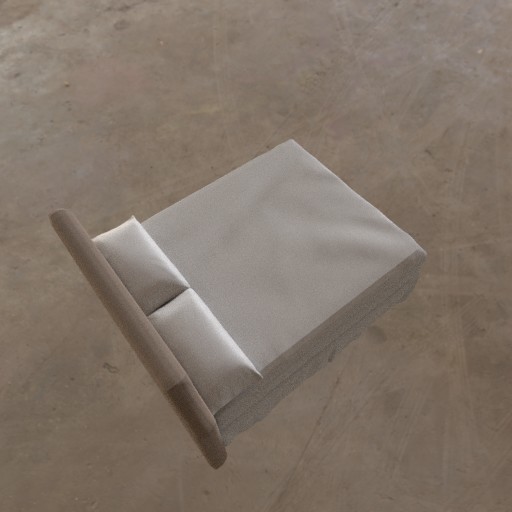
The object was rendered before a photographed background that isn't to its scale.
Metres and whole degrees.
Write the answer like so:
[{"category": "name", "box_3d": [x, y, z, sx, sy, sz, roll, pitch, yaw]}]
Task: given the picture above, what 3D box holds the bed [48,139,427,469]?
[{"category": "bed", "box_3d": [0.000, 0.000, 3.302, 2.164, 1.303, 1.828, -33, 63, -20]}]
